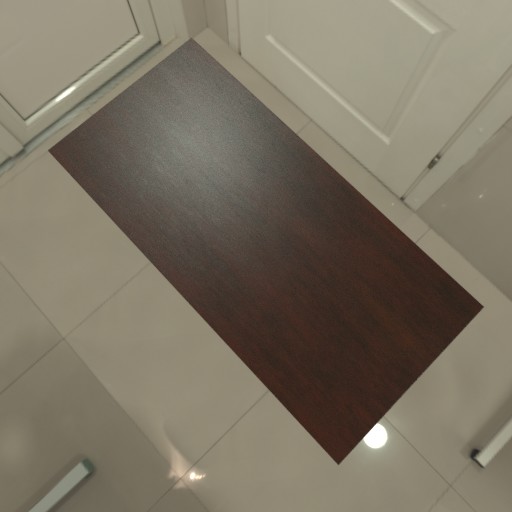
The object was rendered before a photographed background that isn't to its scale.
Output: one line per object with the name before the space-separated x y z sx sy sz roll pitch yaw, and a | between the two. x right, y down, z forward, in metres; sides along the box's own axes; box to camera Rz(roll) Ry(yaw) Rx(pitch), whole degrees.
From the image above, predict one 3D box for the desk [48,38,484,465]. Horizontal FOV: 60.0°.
desk | 0.000 0.000 1.713 0.612 0.758 1.277 -43 80 -10
